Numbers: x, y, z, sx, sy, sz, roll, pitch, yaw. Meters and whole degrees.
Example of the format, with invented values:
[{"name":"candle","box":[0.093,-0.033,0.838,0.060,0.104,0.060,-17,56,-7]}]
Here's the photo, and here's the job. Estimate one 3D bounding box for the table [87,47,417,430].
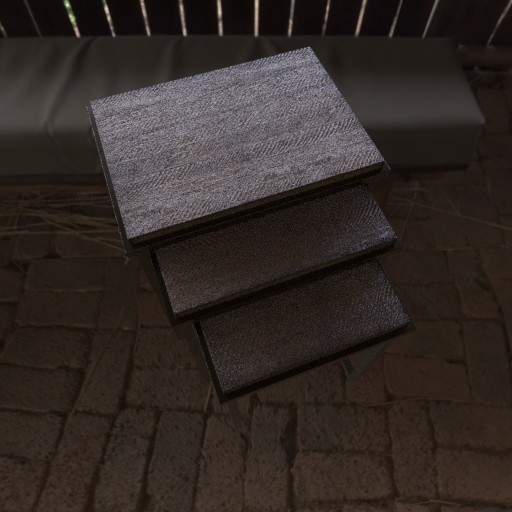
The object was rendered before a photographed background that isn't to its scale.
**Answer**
[{"name":"table","box":[0.000,0.000,1.145,0.559,0.610,0.706,-18,63,-10]}]
